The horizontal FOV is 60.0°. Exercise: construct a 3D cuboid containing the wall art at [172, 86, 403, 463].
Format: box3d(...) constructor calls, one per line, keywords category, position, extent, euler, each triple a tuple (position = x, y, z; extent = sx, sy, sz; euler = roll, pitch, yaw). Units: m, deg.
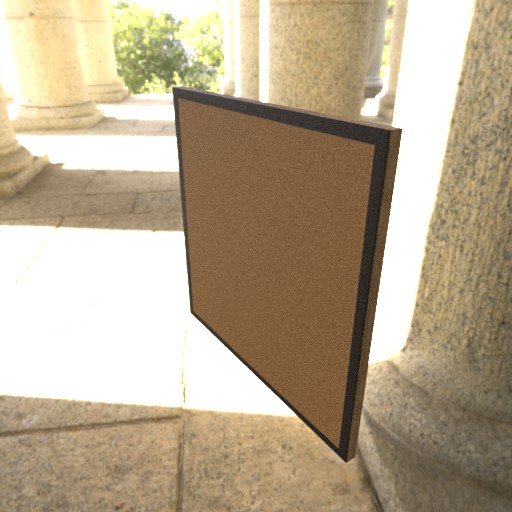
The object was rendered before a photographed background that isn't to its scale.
box3d(category="wall art", position=(0.000, 0.000, 1.043), extent=(0.029, 0.691, 0.695), euler=(-18, 32, -31))
